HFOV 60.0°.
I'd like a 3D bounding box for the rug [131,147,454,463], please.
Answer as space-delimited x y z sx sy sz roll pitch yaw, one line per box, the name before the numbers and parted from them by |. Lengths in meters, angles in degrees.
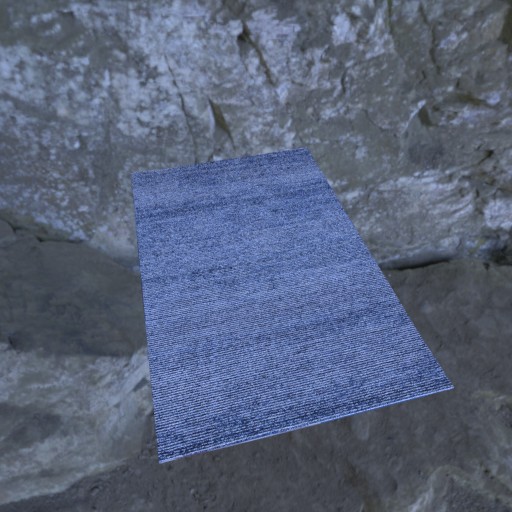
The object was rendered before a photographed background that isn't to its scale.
rug | 0.000 0.000 2.248 1.159 0.025 1.793 -10 47 -10
